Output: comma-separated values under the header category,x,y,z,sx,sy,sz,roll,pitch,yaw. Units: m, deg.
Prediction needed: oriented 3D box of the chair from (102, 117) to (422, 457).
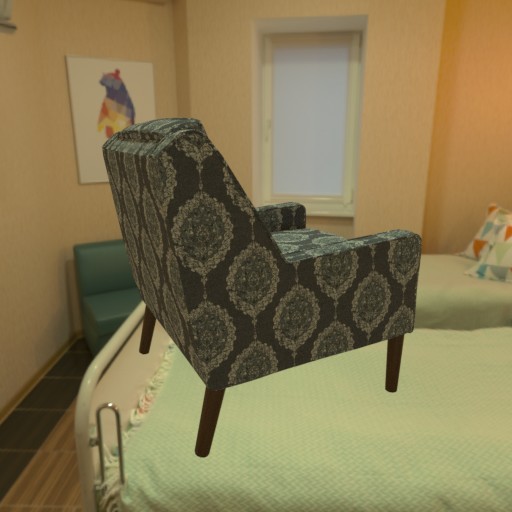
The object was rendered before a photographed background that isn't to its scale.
category,x,y,z,sx,sy,sz,roll,pitch,yaw
chair,0.000,0.000,1.345,0.743,0.792,0.663,-8,17,-26
